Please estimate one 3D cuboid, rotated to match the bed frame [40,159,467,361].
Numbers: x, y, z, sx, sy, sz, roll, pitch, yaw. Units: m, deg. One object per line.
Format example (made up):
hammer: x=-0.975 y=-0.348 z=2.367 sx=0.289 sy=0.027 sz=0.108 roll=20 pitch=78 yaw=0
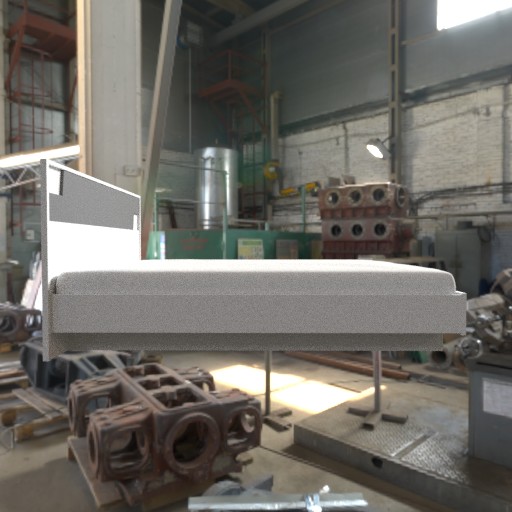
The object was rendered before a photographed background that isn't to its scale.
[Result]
bed frame: x=0.000 y=0.000 z=3.031 sx=2.100 sy=1.001 sz=1.711 roll=0 pitch=2 yaw=1
